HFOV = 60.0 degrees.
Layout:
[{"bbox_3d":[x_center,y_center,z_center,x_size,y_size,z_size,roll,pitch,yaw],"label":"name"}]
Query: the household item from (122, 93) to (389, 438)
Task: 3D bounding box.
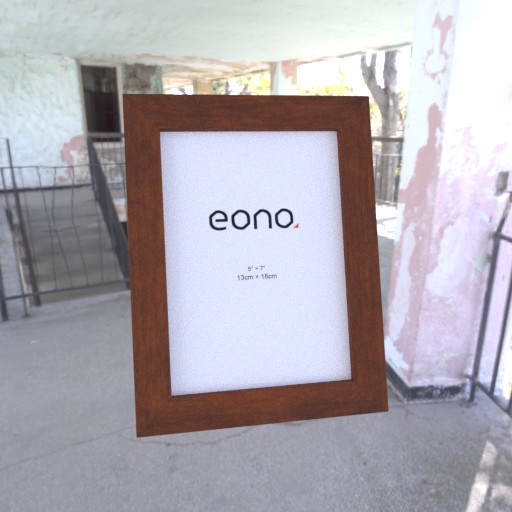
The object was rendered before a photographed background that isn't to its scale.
[{"bbox_3d":[0.000,0.000,0.295,0.160,0.204,0.096,-3,17,-9],"label":"household item"}]
